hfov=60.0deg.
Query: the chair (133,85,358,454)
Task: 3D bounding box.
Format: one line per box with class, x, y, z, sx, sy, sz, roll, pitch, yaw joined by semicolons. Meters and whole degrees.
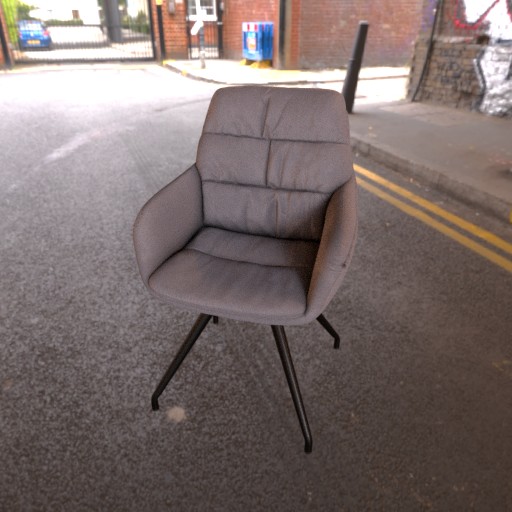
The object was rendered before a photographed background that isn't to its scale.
chair;0.000;0.000;1.304;0.579;0.888;0.569;9;29;16
